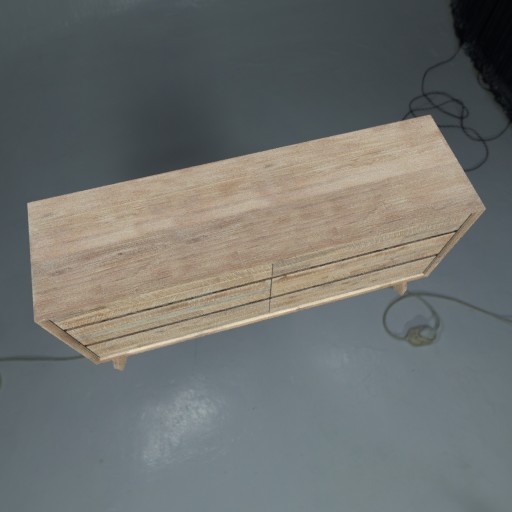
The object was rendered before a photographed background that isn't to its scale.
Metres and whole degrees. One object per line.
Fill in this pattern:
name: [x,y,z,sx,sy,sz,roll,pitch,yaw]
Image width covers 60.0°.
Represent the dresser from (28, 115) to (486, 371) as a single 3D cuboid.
dresser: [0.000,0.000,1.925,1.554,0.805,0.455,-14,65,-7]
